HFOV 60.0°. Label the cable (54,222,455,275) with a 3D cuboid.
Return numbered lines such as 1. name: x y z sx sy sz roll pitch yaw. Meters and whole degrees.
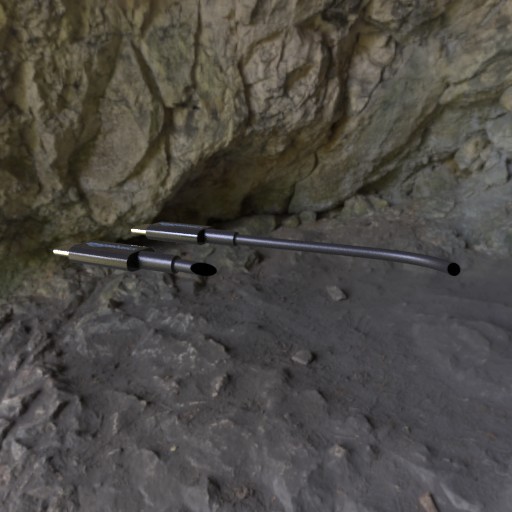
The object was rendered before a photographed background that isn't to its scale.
1. cable: 0.000 0.000 0.111 0.098 0.005 0.041 7 16 25
